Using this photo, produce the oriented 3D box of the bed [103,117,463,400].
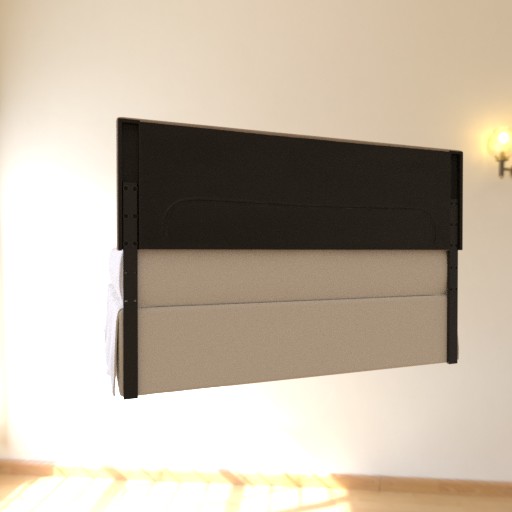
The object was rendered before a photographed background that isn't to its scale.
[{"bbox_3d":[0.000,0.000,3.335,2.170,1.346,1.914,0,1,-20],"label":"bed"}]
